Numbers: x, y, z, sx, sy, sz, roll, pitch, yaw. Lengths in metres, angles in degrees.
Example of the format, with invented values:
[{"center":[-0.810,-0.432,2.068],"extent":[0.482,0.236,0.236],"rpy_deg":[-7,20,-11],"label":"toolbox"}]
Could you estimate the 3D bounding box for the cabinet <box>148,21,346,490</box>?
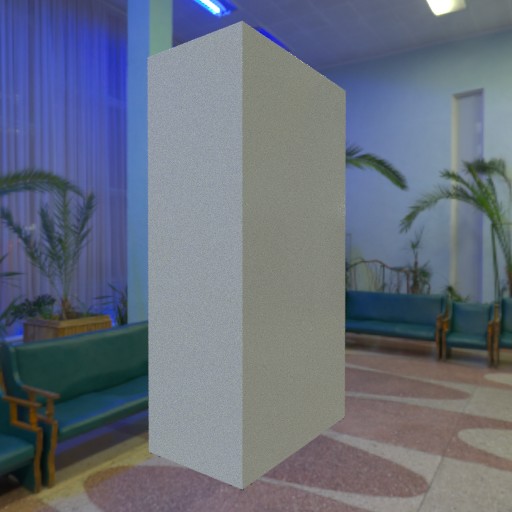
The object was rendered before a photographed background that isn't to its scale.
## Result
[{"center":[0.000,0.000,2.375],"extent":[0.580,1.920,0.980],"rpy_deg":[1,1,36],"label":"cabinet"}]
